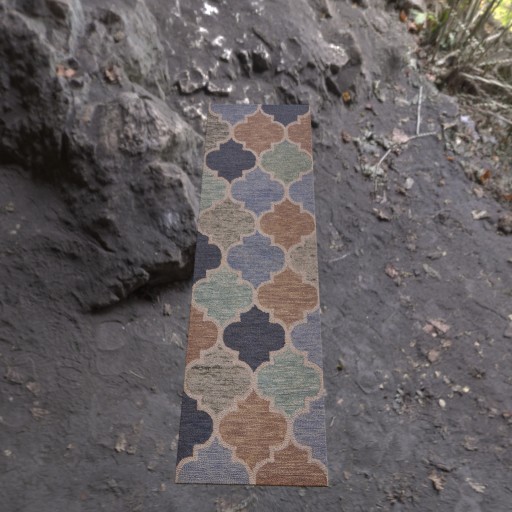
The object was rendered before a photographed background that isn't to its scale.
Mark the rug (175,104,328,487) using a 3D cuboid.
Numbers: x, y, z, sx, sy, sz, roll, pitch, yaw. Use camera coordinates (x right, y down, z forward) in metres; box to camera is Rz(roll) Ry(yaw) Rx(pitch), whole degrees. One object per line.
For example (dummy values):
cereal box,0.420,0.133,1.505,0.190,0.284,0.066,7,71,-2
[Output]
rug,0.000,0.000,2.485,0.687,0.011,2.287,1,64,0
